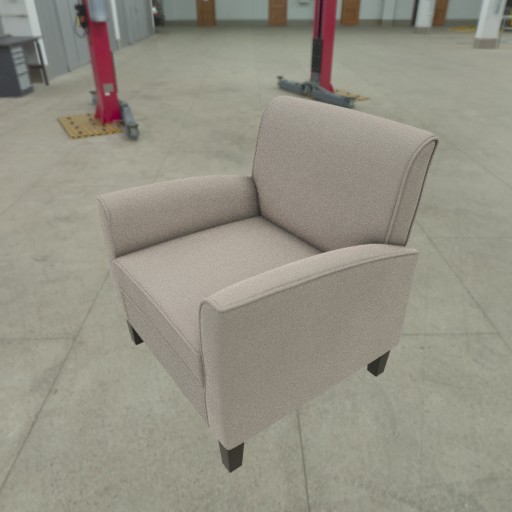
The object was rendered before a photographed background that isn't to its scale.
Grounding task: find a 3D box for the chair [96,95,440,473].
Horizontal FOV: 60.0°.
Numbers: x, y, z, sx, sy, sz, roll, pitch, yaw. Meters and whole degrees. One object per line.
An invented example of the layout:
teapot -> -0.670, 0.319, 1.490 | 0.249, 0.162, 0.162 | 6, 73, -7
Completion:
chair -> 0.000, 0.000, 1.560 | 0.820, 0.915, 0.820 | -21, 36, -31
